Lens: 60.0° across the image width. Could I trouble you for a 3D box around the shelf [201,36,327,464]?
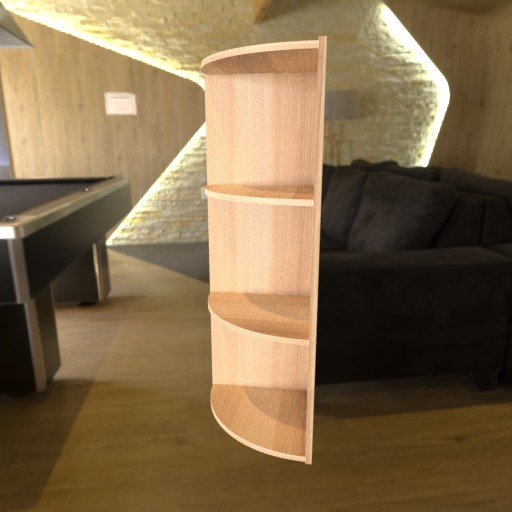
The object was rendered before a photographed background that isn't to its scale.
[{"bbox_3d":[0.000,0.000,1.036,0.290,0.872,0.290,2,14,8],"label":"shelf"}]
